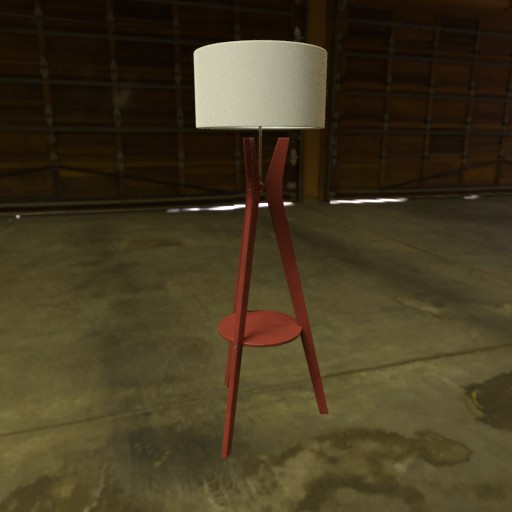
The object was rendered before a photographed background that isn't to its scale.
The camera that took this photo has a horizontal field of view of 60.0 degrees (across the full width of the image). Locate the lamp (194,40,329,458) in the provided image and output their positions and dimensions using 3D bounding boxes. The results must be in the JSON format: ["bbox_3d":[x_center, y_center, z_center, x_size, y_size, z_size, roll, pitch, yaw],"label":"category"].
[{"bbox_3d":[0.000,0.000,1.742,0.539,1.472,0.542,7,17,26],"label":"lamp"}]
